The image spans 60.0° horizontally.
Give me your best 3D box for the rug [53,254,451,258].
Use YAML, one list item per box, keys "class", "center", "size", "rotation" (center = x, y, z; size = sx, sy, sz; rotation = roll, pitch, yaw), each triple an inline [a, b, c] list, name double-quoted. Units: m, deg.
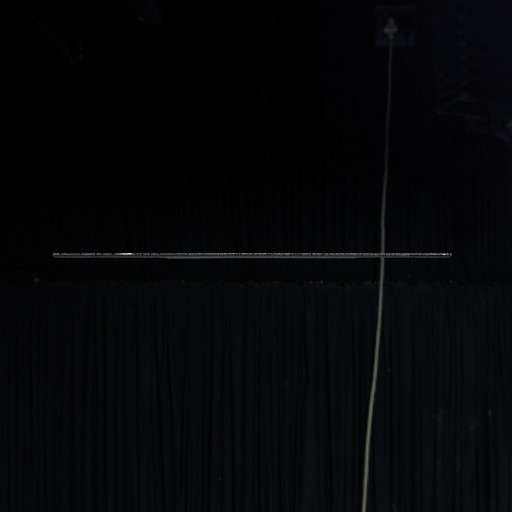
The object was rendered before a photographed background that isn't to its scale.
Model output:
- class: "rug"
  center: [0.000, 0.000, 3.672]
  size: [2.032, 0.038, 2.869]
  rotation: [0, 0, 1]
